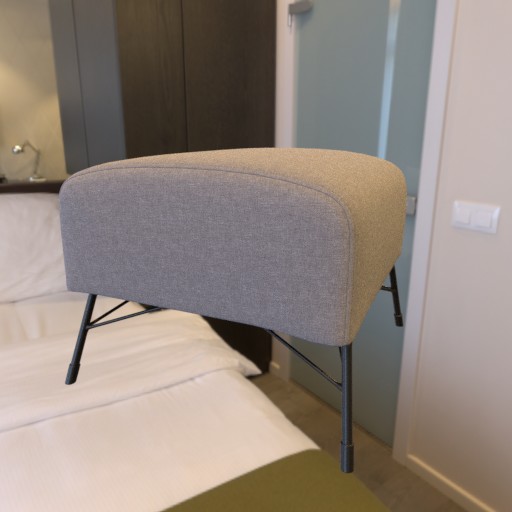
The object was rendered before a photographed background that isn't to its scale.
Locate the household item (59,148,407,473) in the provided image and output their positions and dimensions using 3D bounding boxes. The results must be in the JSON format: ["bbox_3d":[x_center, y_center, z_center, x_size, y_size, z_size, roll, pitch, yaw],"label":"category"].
[{"bbox_3d":[0.000,0.000,0.875,0.530,0.410,0.530,7,17,24],"label":"household item"}]
